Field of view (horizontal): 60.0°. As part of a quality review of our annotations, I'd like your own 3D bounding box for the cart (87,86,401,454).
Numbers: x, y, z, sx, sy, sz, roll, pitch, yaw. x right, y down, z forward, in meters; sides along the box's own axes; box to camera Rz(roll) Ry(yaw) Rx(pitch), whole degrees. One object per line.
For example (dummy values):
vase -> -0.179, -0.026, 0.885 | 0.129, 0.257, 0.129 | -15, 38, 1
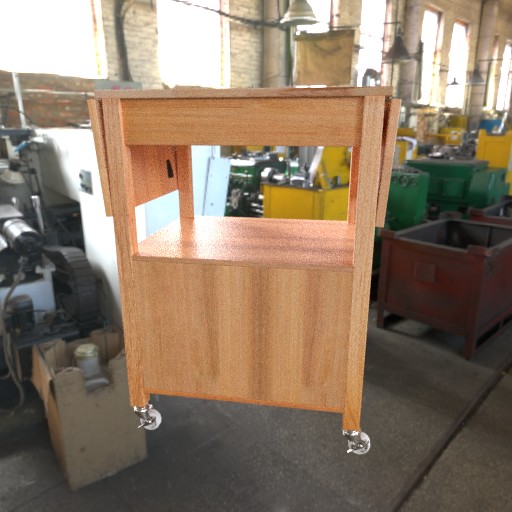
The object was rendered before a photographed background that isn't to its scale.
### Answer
cart -> 0.000, 0.000, 1.231 | 0.640, 0.838, 0.508 | 3, 17, 9
